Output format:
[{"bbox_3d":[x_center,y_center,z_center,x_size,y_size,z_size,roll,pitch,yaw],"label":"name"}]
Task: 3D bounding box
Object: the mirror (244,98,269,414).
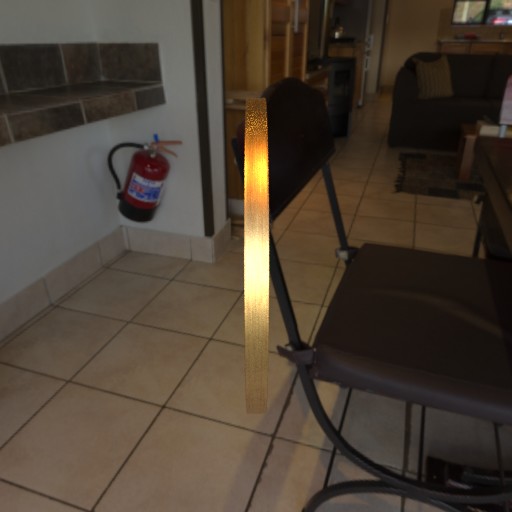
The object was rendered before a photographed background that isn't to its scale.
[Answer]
[{"bbox_3d":[0.000,0.000,0.842,0.032,0.565,0.565,0,26,0],"label":"mirror"}]
